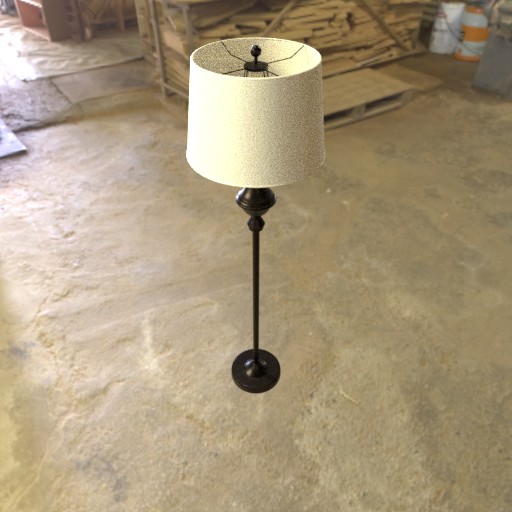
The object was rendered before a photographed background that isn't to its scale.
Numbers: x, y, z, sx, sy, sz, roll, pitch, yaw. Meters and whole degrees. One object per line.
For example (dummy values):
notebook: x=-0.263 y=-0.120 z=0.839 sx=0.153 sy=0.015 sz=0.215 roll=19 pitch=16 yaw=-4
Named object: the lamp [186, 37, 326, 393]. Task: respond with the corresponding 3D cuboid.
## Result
lamp: x=0.000 y=0.000 z=1.667 sx=0.431 sy=1.484 sz=0.431 roll=0 pitch=41 yaw=0
